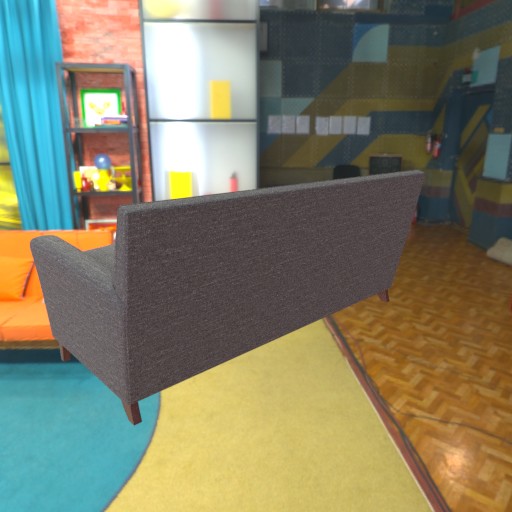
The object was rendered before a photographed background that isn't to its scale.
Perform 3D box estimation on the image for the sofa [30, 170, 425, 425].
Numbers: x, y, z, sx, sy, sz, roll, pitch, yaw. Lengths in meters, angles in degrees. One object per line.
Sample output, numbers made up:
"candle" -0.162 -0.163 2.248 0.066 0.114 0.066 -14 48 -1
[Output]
"sofa" 0.000 0.000 2.364 1.976 0.846 0.875 -15 21 -42
